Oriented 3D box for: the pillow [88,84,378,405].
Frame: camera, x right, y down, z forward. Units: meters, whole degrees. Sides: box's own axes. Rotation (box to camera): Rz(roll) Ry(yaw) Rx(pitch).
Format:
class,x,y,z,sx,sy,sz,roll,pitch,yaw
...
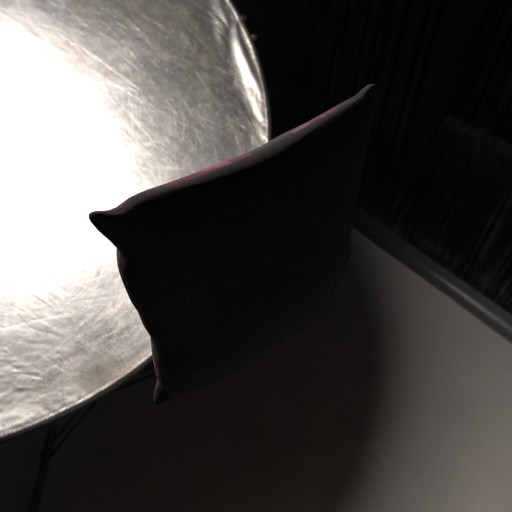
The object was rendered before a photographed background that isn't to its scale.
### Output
class,x,y,z,sx,sy,sz,roll,pitch,yaw
pillow,0.000,0.000,0.784,0.503,0.496,0.208,-30,54,-26
